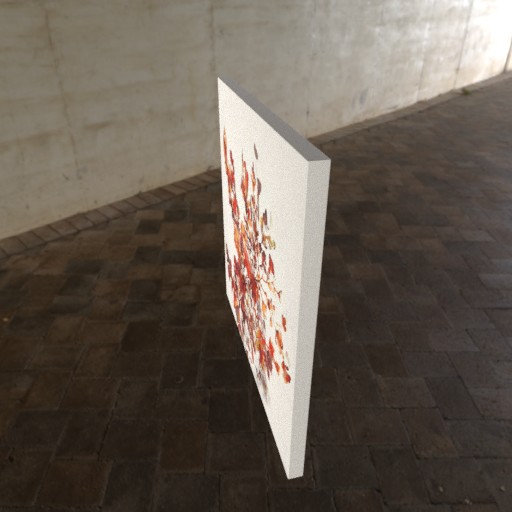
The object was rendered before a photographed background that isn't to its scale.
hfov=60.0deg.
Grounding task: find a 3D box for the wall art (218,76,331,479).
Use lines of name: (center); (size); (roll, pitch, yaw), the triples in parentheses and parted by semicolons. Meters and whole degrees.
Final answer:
wall art: (0.000, 0.000, 1.528); (0.049, 1.009, 1.009); (-7, 31, -12)
